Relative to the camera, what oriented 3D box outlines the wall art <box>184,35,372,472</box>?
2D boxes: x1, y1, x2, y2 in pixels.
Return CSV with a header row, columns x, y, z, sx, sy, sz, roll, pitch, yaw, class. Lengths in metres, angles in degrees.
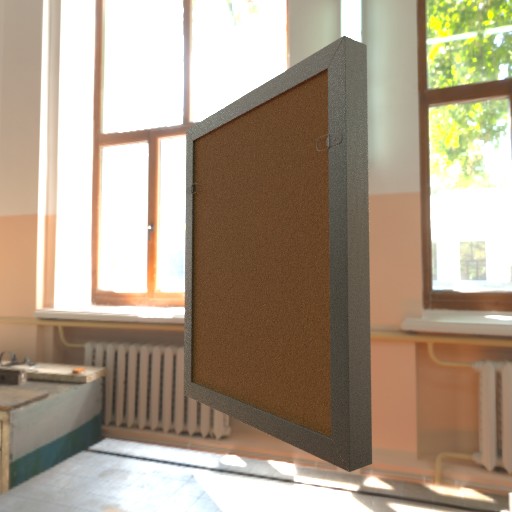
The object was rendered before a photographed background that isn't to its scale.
x,y,z,sx,sy,sz,roll,pitch,yaw,class
0.000,0.000,0.516,0.030,0.379,0.308,2,-4,-36,wall art
